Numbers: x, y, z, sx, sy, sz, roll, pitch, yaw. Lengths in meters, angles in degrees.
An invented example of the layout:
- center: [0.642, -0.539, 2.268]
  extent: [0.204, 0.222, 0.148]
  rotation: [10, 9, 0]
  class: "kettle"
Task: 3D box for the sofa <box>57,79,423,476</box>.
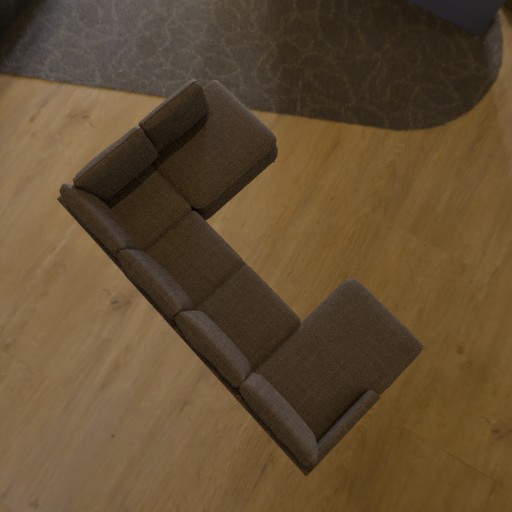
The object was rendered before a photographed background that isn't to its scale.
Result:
- center: [0.000, 0.000, 4.297]
  extent: [2.048, 0.999, 3.423]
  rotation: [-43, 80, -9]
  class: "sofa"
